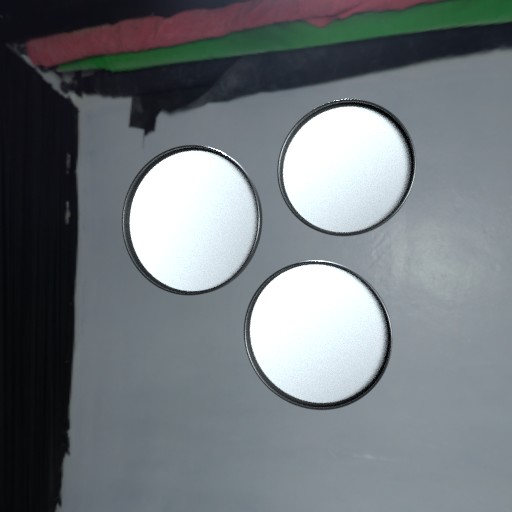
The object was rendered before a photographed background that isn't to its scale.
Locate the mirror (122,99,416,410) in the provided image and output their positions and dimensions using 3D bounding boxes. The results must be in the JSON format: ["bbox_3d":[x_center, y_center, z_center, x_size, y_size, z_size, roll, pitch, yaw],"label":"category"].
[{"bbox_3d":[0.000,0.000,3.178,2.160,2.096,0.076,0,0,17],"label":"mirror"}]
